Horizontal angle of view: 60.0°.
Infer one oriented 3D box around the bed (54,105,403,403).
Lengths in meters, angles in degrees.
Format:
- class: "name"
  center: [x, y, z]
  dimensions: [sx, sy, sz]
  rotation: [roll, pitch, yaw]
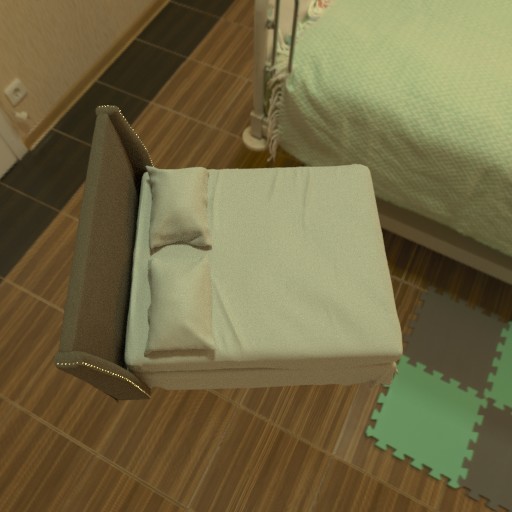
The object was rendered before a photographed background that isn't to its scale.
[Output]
- class: "bed"
  center: [0.000, 0.000, 3.403]
  dimensions: [2.276, 1.332, 1.925]
  rotation: [-2, 64, -1]
